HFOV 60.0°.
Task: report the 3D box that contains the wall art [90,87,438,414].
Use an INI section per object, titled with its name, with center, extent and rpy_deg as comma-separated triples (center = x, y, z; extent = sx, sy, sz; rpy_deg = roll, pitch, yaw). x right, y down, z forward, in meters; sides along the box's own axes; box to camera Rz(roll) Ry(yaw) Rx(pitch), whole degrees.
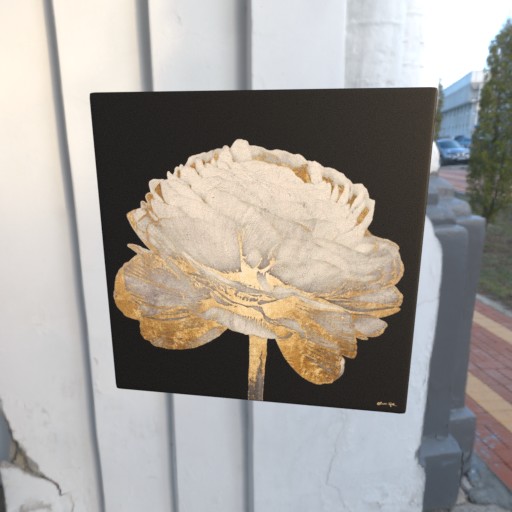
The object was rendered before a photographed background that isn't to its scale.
[wall art]
center = 0.000, 0.000, 0.582
extent = 0.406, 0.407, 0.041
rpy_deg = 2, 15, 8
